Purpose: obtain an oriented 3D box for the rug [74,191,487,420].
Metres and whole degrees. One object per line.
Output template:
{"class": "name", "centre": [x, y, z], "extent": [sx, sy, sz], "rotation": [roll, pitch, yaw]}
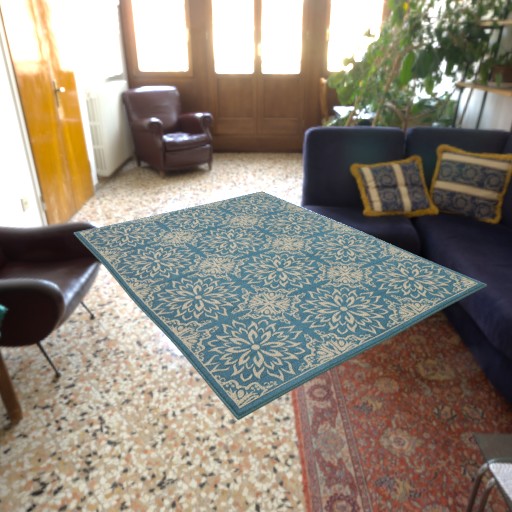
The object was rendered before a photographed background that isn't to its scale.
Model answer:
{"class": "rug", "centre": [0.000, 0.000, 3.947], "extent": [2.350, 0.018, 2.964], "rotation": [-18, 31, -32]}
